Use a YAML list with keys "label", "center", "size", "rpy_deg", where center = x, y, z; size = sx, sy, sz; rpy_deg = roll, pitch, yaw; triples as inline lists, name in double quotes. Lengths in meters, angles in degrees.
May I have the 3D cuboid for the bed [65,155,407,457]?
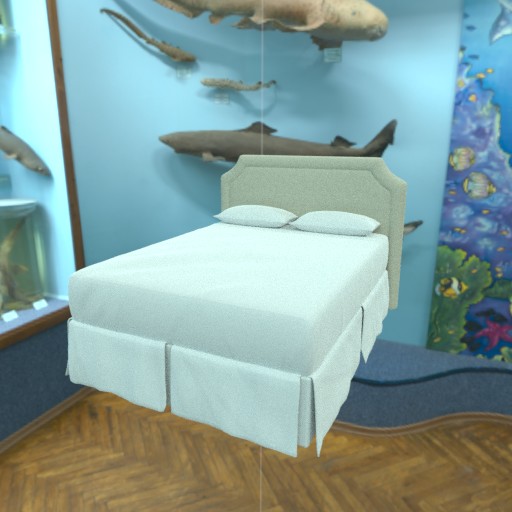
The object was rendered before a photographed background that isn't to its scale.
- label: "bed"
  center: [0.000, 0.000, 3.101]
  size: [1.693, 1.290, 2.116]
  rpy_deg: [7, 17, 25]
